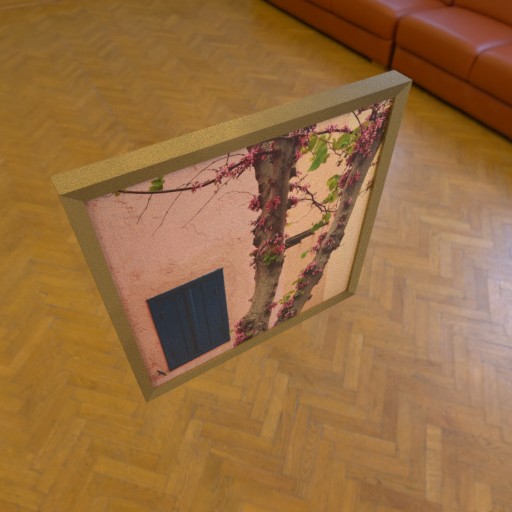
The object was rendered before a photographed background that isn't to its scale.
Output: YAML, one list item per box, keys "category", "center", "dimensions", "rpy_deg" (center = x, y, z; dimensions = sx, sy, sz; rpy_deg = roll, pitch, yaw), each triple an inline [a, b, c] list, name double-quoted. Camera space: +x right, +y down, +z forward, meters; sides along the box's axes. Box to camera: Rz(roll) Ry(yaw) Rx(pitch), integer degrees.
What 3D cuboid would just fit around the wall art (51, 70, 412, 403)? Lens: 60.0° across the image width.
- category: "wall art"
  center: [0.000, 0.000, 0.755]
  dimensions: [0.507, 0.508, 0.038]
  rpy_deg: [-24, 52, -20]
